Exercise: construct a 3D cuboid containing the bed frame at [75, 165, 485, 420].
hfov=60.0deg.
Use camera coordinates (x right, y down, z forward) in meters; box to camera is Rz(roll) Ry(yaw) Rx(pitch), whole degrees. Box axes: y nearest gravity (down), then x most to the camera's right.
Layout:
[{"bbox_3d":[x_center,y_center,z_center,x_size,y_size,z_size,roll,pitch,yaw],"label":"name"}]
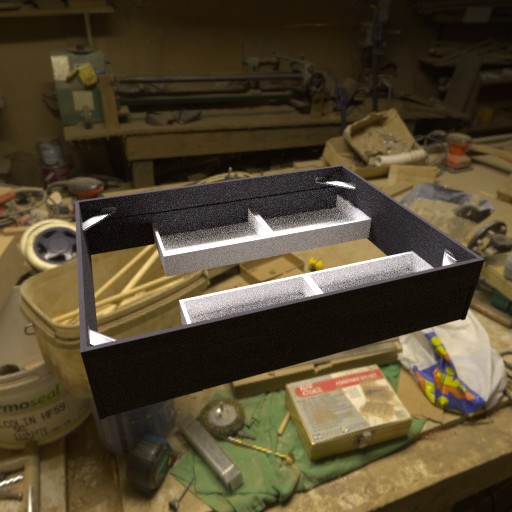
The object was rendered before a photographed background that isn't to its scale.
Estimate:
[{"bbox_3d":[0.000,0.000,2.649,1.944,0.459,1.448,-11,33,-17],"label":"bed frame"}]
